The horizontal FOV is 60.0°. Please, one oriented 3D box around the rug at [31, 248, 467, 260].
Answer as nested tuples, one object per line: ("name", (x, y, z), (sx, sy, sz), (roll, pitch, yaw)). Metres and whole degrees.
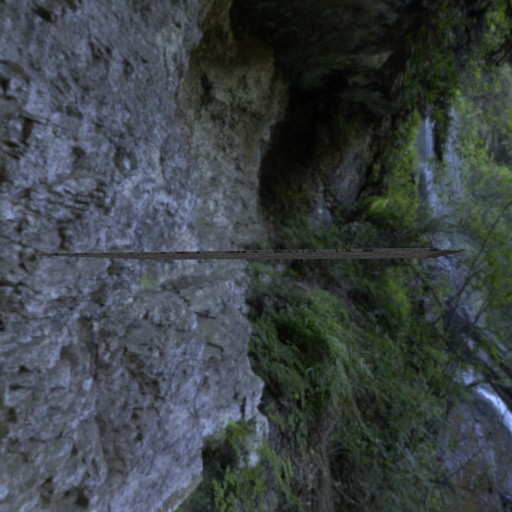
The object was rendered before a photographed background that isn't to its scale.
("rug", (0.000, 0.000, 2.494), (1.997, 0.010, 1.218), (-1, -2, 17))
